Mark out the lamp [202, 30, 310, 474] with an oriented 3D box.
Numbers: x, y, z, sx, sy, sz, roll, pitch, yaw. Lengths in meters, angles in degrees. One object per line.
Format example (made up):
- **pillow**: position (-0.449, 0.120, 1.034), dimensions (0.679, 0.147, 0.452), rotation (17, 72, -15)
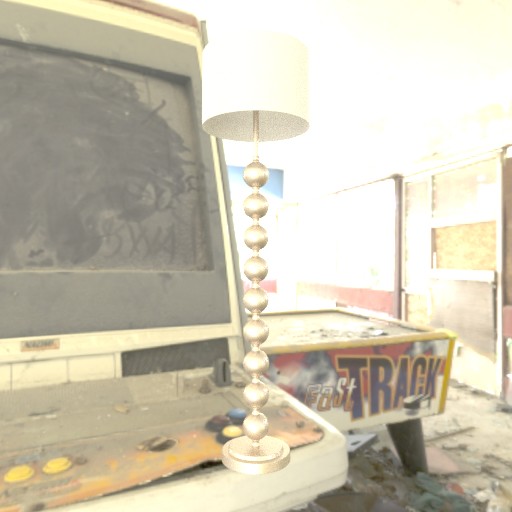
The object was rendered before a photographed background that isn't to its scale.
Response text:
- **lamp**: position (0.000, 0.000, 1.625), dimensions (0.394, 1.474, 0.394), rotation (0, -1, 1)
